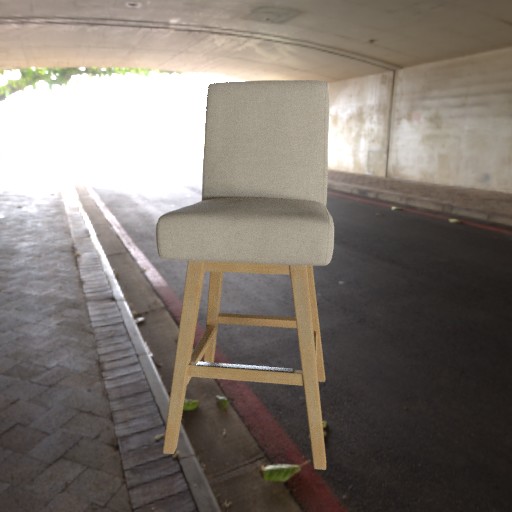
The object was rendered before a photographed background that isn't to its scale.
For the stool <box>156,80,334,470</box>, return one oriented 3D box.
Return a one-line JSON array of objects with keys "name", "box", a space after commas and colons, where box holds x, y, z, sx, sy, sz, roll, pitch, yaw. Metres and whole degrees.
[{"name": "stool", "box": [0.000, 0.000, 1.304, 0.446, 1.015, 0.543, 2, 16, 8]}]
